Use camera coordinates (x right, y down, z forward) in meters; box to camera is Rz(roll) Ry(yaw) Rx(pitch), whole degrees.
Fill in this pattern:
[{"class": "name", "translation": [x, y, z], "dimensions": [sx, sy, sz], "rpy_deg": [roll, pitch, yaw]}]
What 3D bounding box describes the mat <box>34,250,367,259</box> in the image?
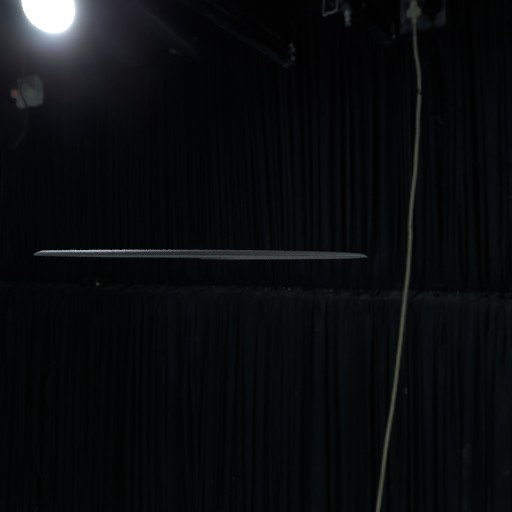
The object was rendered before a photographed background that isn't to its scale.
[{"class": "mat", "translation": [0.000, 0.000, 1.885], "dimensions": [0.917, 0.016, 1.525], "rpy_deg": [0, -1, 19]}]
